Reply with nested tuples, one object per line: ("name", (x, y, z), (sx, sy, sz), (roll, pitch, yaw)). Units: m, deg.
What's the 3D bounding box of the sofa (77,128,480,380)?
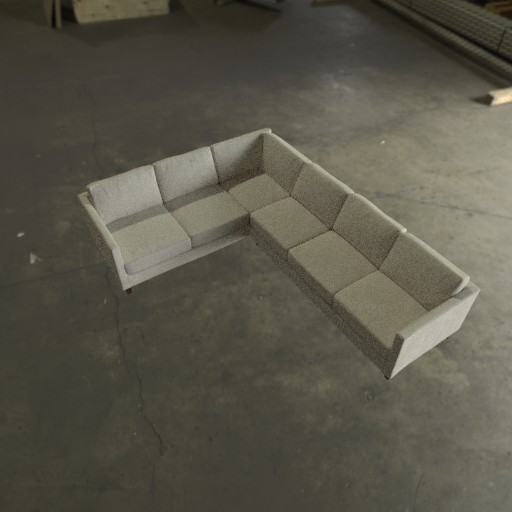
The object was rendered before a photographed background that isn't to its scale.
("sofa", (0.000, 0.000, 4.339), (2.432, 0.863, 3.182), (-25, 50, -23))
